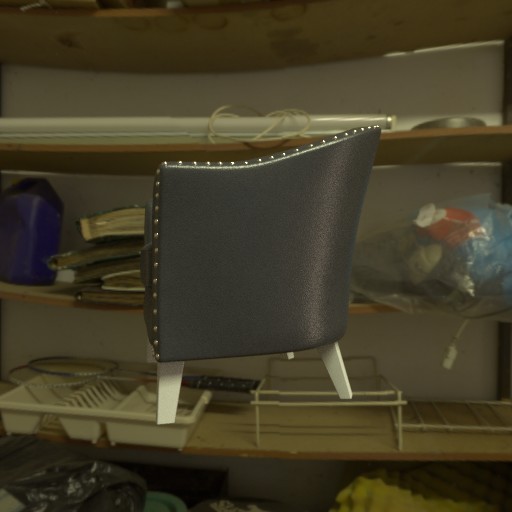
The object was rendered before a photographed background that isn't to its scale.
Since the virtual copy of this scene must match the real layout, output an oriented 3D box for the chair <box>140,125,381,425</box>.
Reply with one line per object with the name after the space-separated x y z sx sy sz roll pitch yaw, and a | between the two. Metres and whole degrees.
0.000 0.000 1.482 0.748 0.823 0.794 0 0 -16 | chair
